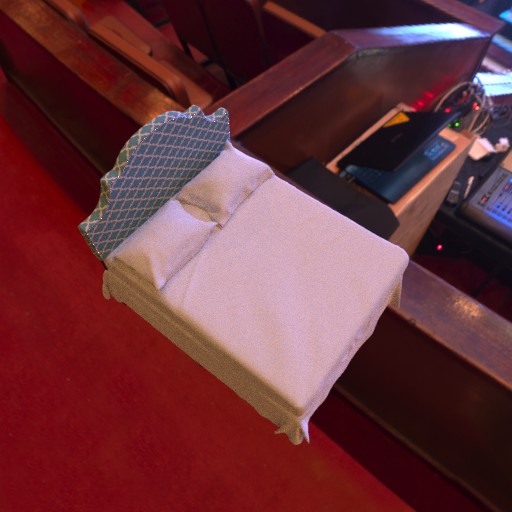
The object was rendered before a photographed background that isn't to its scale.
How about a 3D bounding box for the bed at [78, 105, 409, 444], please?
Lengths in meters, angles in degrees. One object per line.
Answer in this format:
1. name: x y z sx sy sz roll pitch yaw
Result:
1. bed: 0.000 0.000 3.510 2.222 1.633 1.780 34 65 18
